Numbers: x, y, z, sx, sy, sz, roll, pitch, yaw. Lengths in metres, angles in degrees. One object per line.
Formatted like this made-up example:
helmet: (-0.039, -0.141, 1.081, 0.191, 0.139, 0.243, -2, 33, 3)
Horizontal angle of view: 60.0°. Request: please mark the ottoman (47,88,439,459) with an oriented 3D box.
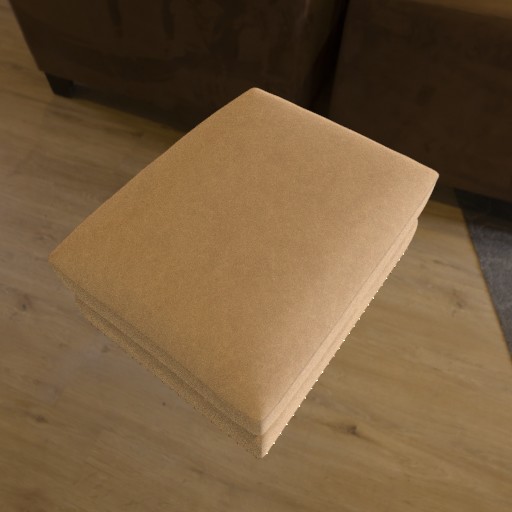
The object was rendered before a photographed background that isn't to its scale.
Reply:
ottoman: (0.000, 0.000, 1.142, 0.584, 0.513, 0.741, 32, 62, 19)
